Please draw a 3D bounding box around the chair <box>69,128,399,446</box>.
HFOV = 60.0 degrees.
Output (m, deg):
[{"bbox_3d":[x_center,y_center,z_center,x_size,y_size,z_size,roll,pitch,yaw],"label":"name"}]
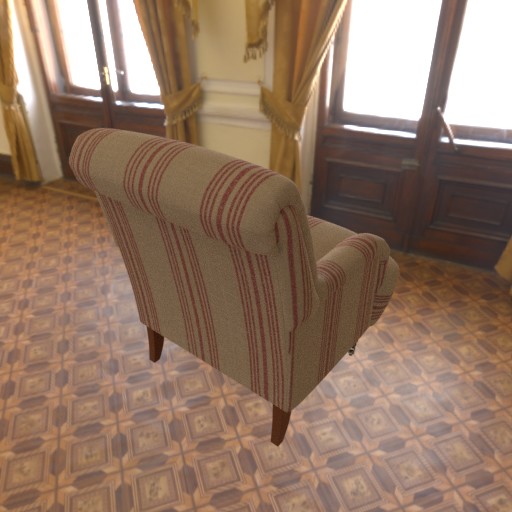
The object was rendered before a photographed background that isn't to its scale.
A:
[{"bbox_3d":[0.000,0.000,1.850,0.933,1.123,1.058,22,36,33],"label":"chair"}]
